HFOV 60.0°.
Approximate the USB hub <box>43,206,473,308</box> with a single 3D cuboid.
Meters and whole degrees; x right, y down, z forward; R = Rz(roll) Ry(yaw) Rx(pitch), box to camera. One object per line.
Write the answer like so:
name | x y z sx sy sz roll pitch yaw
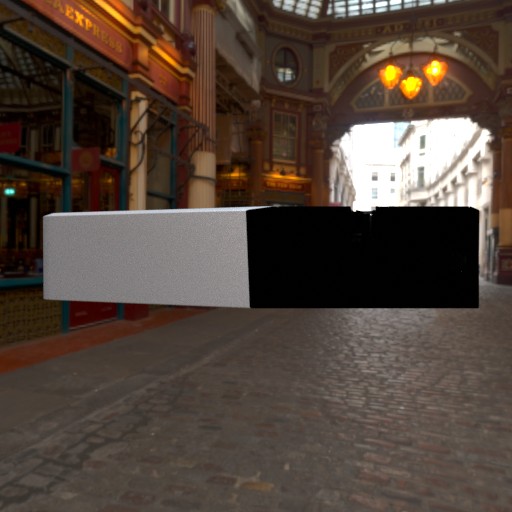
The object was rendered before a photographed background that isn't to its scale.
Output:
USB hub | 0.000 0.000 0.123 0.110 0.023 0.044 0 1 18
